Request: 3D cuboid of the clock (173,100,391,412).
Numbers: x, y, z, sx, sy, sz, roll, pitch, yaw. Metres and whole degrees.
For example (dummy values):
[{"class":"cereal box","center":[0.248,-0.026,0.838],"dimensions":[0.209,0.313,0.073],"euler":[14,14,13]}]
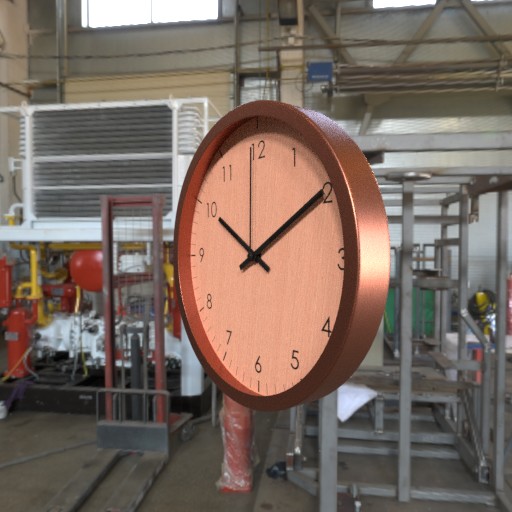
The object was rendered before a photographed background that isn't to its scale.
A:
[{"class":"clock","center":[0.000,0.000,0.473],"dimensions":[0.040,0.313,0.313],"euler":[-1,2,-37]}]
